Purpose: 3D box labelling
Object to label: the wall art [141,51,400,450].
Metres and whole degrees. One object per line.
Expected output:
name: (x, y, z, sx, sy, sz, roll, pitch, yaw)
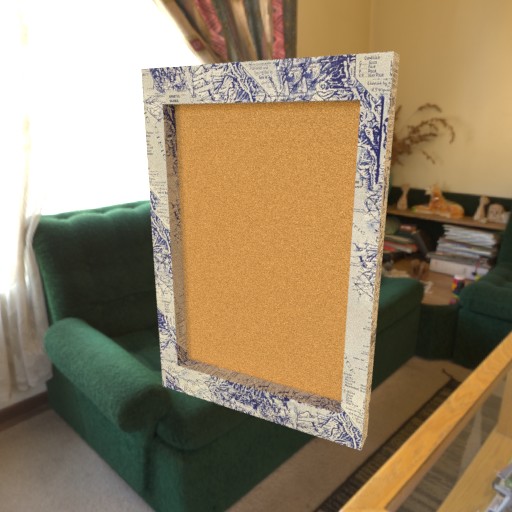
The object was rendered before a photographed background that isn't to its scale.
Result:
wall art: (0.000, 0.000, 0.746, 0.408, 0.601, 0.040, 8, 19, 26)
